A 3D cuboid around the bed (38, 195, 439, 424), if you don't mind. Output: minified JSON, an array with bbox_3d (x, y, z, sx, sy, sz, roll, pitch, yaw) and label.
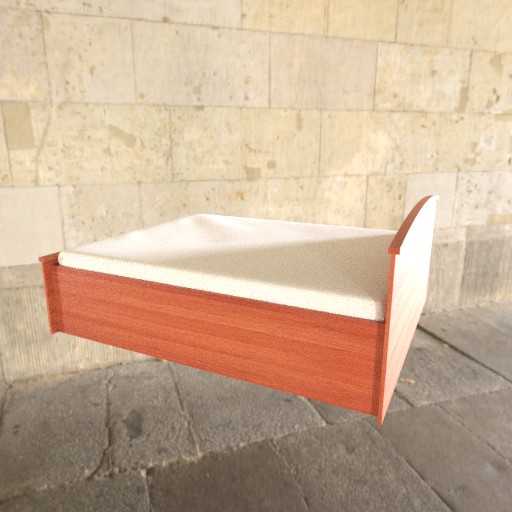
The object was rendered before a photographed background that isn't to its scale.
[{"bbox_3d":[0.000,0.000,2.938,2.053,0.848,1.683,7,17,25],"label":"bed"}]
